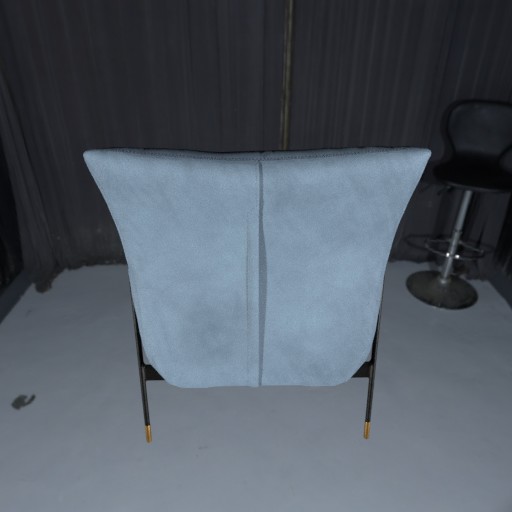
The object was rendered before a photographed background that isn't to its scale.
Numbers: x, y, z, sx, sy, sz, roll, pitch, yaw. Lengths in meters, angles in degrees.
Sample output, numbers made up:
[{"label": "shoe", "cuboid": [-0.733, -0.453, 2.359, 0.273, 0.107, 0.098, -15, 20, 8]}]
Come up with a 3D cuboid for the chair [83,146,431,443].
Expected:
[{"label": "chair", "cuboid": [0.000, 0.000, 1.346, 0.678, 0.858, 0.709, -1, 30, -1]}]
